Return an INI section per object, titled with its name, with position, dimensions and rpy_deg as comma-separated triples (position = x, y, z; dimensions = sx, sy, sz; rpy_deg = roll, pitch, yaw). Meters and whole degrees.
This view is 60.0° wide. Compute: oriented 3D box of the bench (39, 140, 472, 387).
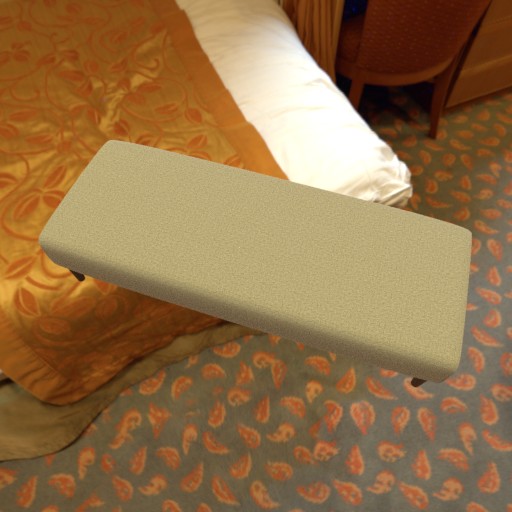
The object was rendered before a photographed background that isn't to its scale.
[bench]
position = 0.000, 0.000, 1.852
dimensions = 1.598, 0.383, 0.631
rpy_deg = 16, 59, 10
